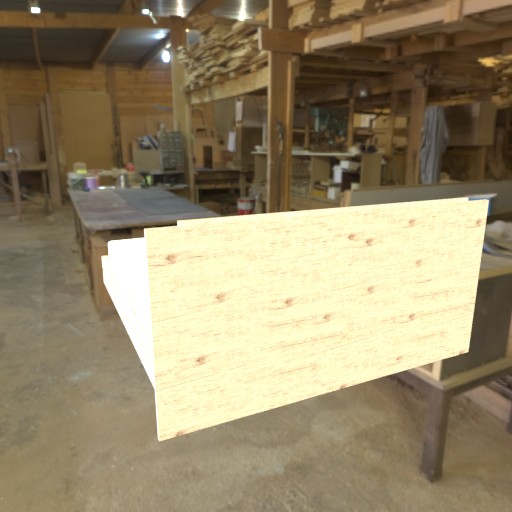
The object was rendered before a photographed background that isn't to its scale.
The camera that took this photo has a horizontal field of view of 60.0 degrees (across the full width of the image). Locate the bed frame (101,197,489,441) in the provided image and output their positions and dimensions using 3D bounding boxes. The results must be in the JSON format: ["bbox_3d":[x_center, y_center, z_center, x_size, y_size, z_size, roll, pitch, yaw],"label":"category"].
[{"bbox_3d":[0.000,0.000,3.147,1.950,0.970,2.080,-7,17,-25],"label":"bed frame"}]
